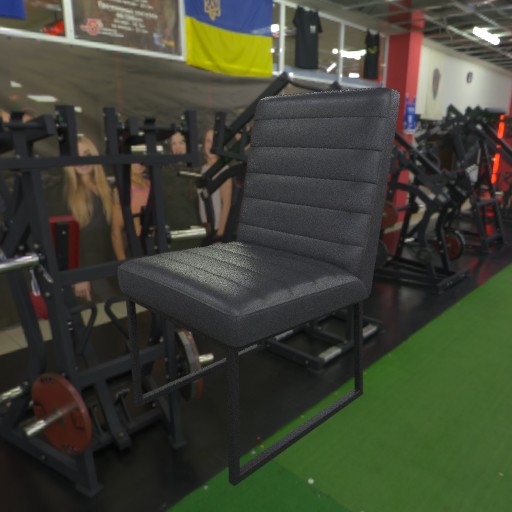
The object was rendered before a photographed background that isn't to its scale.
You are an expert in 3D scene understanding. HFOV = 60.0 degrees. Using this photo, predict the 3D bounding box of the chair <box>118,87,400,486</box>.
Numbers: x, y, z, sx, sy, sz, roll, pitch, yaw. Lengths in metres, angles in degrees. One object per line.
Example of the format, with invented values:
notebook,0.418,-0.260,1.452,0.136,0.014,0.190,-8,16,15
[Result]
chair,0.000,0.000,1.289,0.634,0.930,0.520,-15,21,-42
